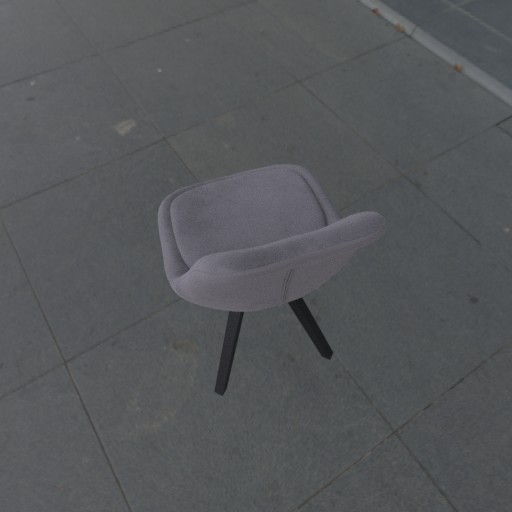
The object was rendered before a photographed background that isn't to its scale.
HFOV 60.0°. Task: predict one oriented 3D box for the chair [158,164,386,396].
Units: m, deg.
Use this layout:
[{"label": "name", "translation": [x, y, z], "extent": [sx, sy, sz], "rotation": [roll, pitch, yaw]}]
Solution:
[{"label": "chair", "translation": [0.000, 0.000, 1.212], "extent": [0.485, 0.850, 0.550], "rotation": [-16, 60, -10]}]
